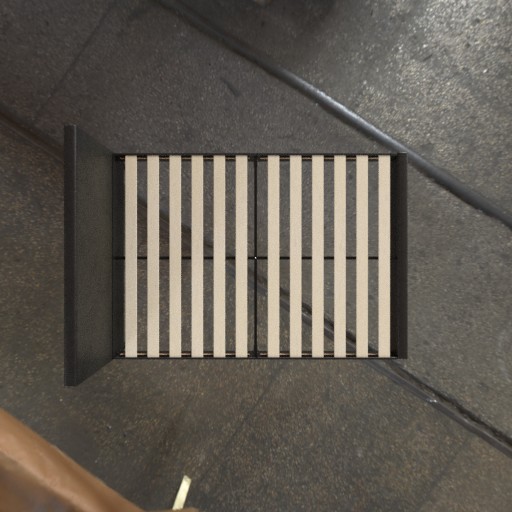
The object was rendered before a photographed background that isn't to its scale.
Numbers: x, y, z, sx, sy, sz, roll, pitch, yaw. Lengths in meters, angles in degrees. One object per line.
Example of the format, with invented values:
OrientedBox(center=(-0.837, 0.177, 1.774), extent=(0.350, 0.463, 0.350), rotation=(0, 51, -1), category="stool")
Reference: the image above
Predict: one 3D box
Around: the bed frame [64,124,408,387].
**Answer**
OrientedBox(center=(0.000, 0.000, 2.991), extent=(2.152, 1.046, 1.469), rotation=(0, 90, 0), category="bed frame")
